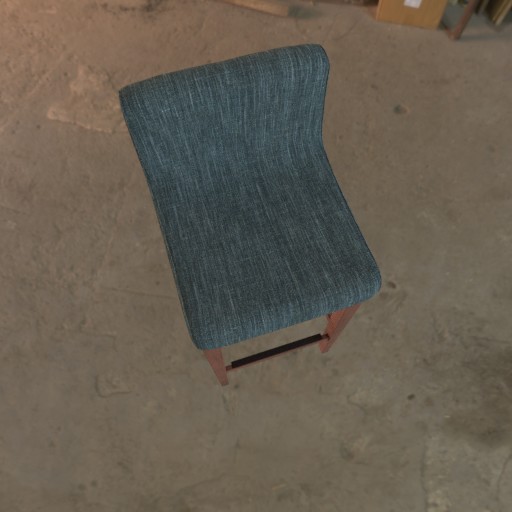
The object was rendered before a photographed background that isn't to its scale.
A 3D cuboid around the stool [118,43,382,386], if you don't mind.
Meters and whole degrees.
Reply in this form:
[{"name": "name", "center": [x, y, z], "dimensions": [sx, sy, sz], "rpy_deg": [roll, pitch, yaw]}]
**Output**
[{"name": "stool", "center": [0.000, 0.000, 1.100], "dimensions": [0.395, 0.835, 0.459], "rpy_deg": [-16, 66, -8]}]
